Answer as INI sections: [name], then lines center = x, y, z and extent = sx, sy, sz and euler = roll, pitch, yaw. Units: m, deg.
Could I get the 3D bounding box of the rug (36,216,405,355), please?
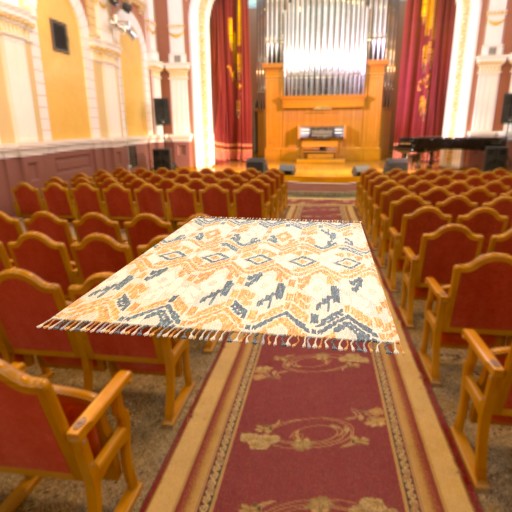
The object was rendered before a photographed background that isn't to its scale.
[rug]
center = 0.000, 0.000, 2.929
extent = 1.533, 0.010, 2.428
euler = 3, 17, 8
